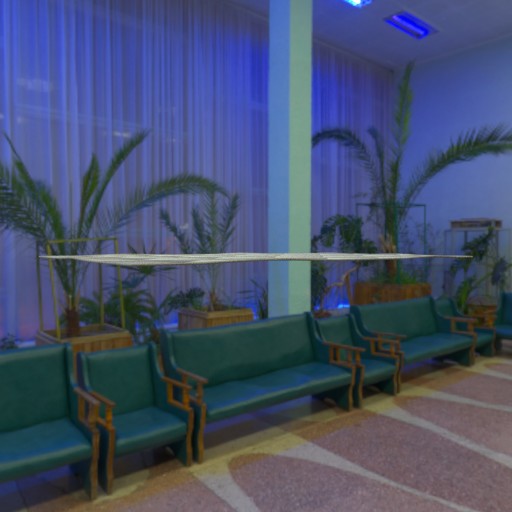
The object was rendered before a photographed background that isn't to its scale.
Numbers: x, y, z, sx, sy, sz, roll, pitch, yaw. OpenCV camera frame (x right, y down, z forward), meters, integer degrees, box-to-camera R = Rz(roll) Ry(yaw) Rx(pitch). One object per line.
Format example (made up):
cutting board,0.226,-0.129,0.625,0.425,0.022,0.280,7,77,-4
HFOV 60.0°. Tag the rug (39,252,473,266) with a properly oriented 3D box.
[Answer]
rug,0.000,0.000,4.206,3.333,0.027,2.428,-1,1,-36
